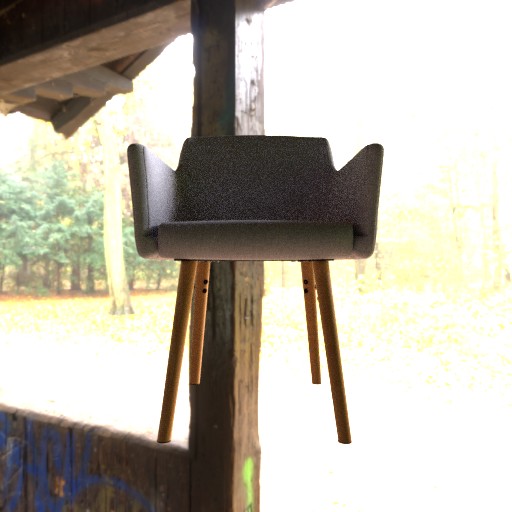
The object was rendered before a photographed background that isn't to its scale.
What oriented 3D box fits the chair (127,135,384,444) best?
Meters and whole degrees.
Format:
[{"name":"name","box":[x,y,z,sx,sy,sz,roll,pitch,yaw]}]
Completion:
[{"name":"chair","box":[0.000,0.000,1.184,0.570,0.780,0.540,0,-1,0]}]
